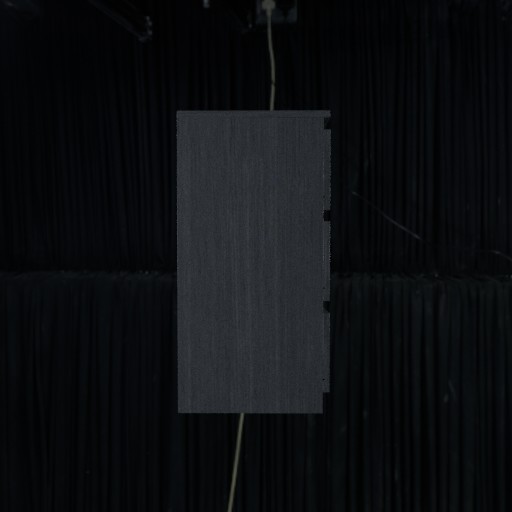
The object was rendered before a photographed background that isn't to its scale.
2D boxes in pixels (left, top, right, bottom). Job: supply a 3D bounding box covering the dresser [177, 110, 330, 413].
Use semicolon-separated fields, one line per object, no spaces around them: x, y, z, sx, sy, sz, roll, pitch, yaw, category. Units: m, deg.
0.000;0.000;1.958;0.400;0.795;1.590;0;1;0;dresser
